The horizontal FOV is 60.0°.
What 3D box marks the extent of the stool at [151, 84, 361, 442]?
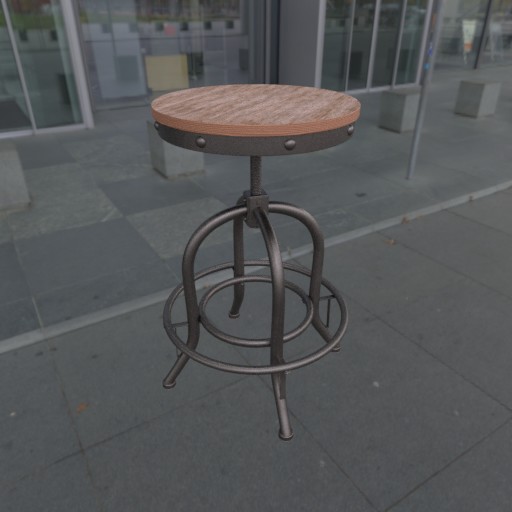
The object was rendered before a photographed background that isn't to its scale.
[{"bbox_3d":[0.000,0.000,0.904,0.439,0.609,0.439,-9,31,-15],"label":"stool"}]
